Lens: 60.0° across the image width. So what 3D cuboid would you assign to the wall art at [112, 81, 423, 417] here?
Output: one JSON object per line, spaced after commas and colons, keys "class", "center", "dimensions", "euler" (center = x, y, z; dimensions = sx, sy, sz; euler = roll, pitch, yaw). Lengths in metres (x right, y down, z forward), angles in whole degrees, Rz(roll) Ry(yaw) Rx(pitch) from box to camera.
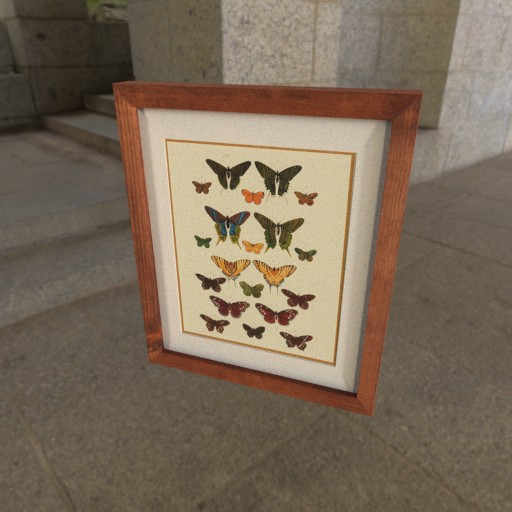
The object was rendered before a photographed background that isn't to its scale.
{"class": "wall art", "center": [0.000, 0.000, 0.627], "dimensions": [0.377, 0.449, 0.039], "euler": [9, 27, 17]}
